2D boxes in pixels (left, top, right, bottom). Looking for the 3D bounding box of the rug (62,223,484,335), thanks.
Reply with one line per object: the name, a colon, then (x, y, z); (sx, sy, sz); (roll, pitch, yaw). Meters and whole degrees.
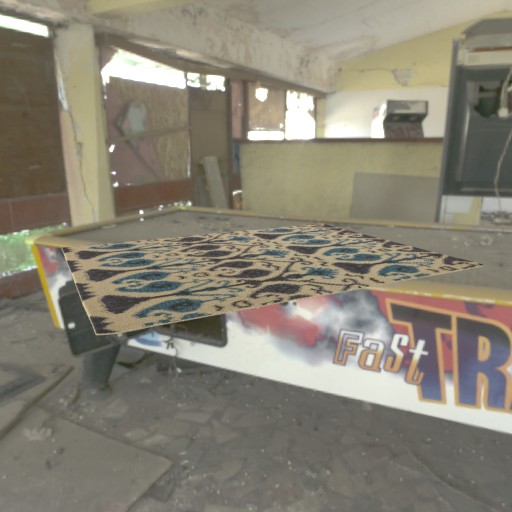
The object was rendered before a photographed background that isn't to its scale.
rug: (0.000, 0.000, 4.190); (3.228, 0.024, 2.443); (-7, 15, -26)
